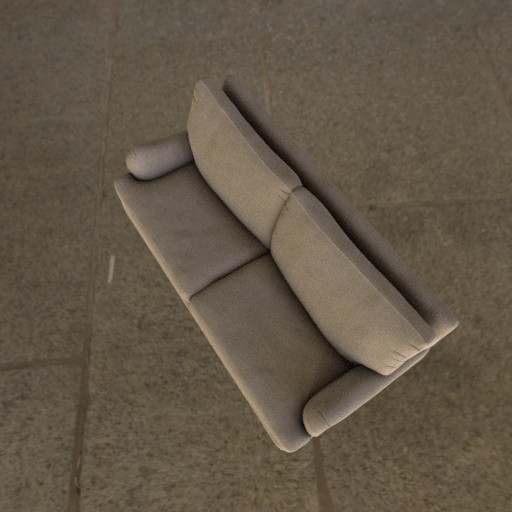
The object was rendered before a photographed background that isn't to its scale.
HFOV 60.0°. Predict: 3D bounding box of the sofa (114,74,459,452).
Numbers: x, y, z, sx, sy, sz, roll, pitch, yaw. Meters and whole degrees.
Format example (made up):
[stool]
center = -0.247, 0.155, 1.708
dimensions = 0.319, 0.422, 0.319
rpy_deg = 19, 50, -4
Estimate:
[sofa]
center = 0.000, 0.000, 2.875
dimensions = 1.069, 1.096, 2.193
rpy_deg = -31, 68, -14
